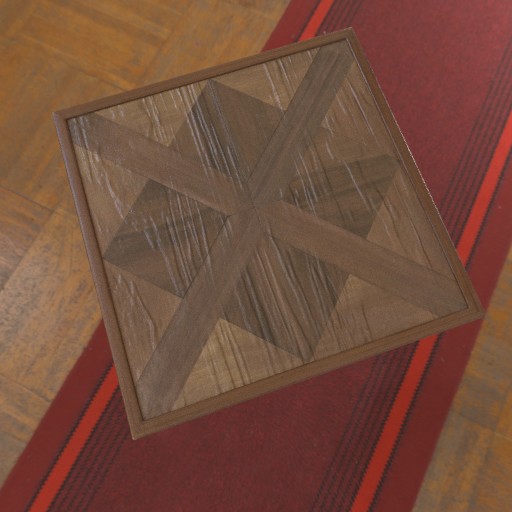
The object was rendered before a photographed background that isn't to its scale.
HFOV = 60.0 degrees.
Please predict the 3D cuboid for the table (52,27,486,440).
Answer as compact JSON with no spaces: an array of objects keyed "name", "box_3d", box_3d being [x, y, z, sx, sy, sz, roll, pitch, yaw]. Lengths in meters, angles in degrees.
[{"name":"table","box_3d":[0.000,0.000,0.921,0.503,0.563,0.503,-18,76,-5]}]
